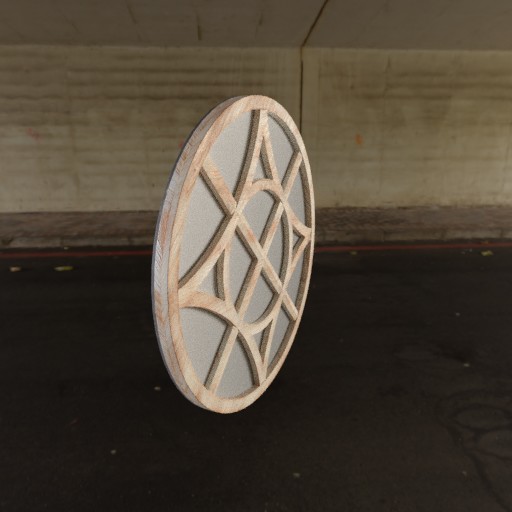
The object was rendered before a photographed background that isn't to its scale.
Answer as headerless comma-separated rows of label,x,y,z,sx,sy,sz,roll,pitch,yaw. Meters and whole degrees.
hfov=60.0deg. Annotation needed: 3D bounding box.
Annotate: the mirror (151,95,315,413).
mirror,0.000,0.000,1.042,0.038,0.710,0.710,7,16,26
